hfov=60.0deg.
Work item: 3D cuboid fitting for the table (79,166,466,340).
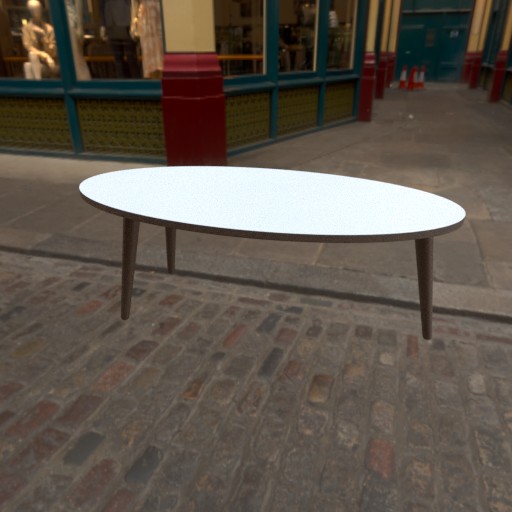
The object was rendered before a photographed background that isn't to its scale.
[{"bbox_3d":[0.000,0.000,1.322,1.083,0.390,0.542,7,26,15],"label":"table"}]
